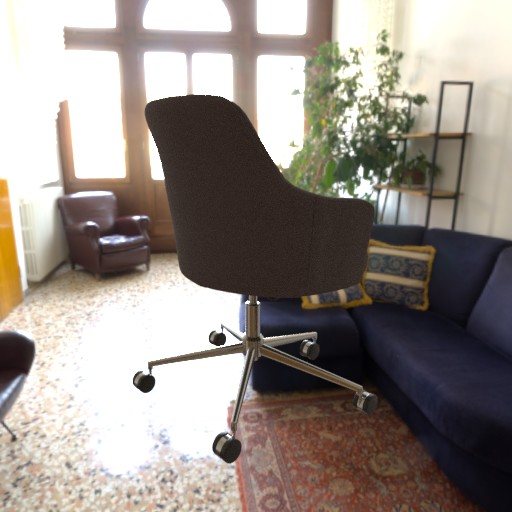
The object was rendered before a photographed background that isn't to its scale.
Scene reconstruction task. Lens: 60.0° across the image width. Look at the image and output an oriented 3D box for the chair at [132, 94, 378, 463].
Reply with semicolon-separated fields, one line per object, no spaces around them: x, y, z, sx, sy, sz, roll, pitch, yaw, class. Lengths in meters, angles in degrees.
0.000;0.000;1.260;0.600;0.820;0.655;-13;19;-42;chair
